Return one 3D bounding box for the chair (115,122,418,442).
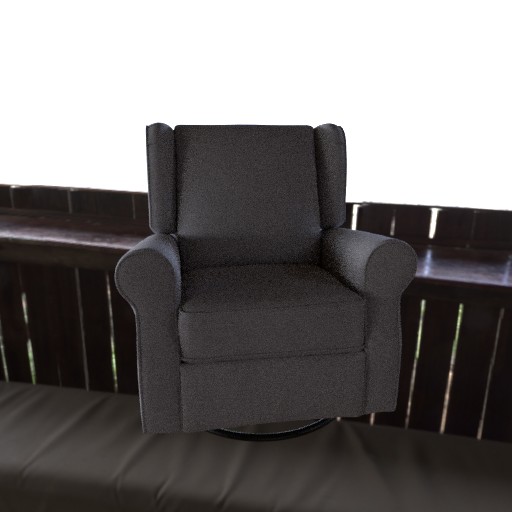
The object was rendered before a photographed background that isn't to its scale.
[{"bbox_3d":[0.000,0.000,1.652,0.906,0.966,0.854,-2,16,-8],"label":"chair"}]
